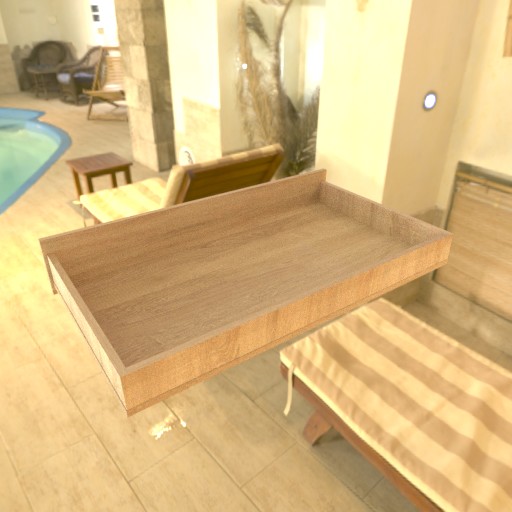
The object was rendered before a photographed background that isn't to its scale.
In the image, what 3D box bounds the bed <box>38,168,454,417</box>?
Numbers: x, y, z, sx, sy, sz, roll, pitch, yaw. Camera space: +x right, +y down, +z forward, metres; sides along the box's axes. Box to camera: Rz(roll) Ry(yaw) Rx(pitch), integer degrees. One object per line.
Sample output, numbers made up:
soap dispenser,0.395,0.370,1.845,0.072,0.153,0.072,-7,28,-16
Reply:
bed,0.000,0.000,1.499,1.200,0.209,0.685,-19,34,-30
